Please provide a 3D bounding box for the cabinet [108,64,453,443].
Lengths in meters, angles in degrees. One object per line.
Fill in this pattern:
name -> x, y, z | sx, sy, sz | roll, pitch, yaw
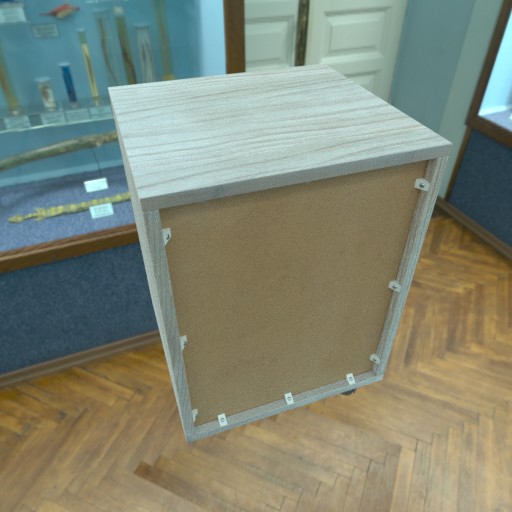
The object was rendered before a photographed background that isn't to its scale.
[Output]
cabinet -> 0.000, 0.000, 0.860 | 0.409, 0.579, 0.401 | -13, 41, -15
